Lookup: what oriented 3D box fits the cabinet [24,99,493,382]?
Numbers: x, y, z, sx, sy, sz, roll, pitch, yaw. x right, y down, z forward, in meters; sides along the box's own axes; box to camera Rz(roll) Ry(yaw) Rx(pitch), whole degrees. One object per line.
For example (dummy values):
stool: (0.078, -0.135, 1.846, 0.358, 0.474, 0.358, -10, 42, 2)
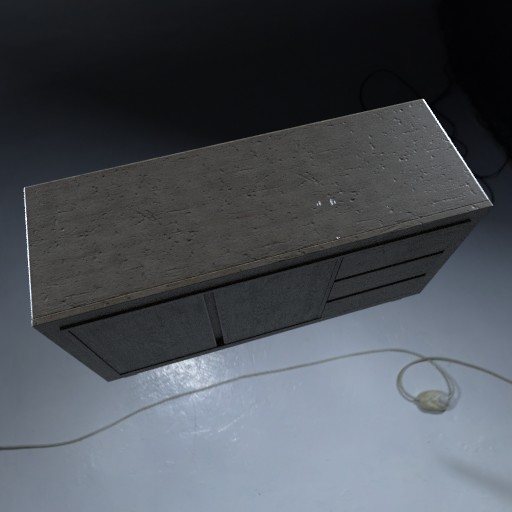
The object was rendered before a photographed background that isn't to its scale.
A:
cabinet: (0.000, 0.000, 1.820, 1.460, 0.825, 0.511, -15, 63, -8)
